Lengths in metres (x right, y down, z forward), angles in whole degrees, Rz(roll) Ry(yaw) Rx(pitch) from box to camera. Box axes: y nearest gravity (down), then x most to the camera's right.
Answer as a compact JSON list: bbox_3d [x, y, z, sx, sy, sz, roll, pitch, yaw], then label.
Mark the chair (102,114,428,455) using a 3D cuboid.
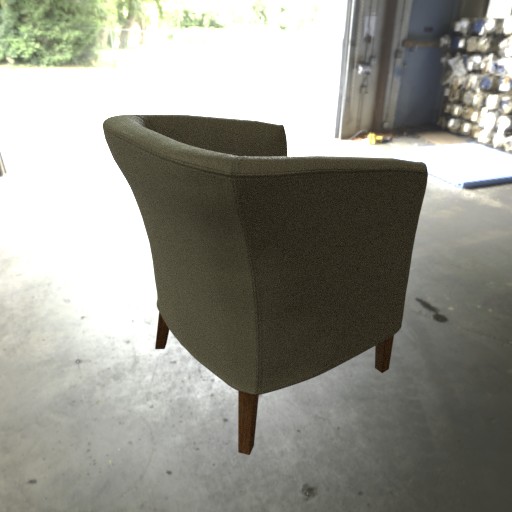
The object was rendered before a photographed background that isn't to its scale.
[{"bbox_3d":[0.000,0.000,1.243,0.668,0.771,0.600,-19,33,-31],"label":"chair"}]
